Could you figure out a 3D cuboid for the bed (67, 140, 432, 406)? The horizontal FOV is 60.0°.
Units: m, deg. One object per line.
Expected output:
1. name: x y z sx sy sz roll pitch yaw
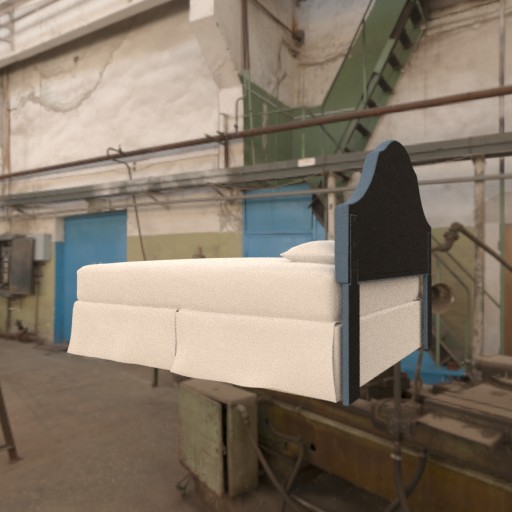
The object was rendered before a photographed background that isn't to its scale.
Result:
1. bed: 0.000 0.000 3.840 2.477 1.617 2.039 0 -1 34
